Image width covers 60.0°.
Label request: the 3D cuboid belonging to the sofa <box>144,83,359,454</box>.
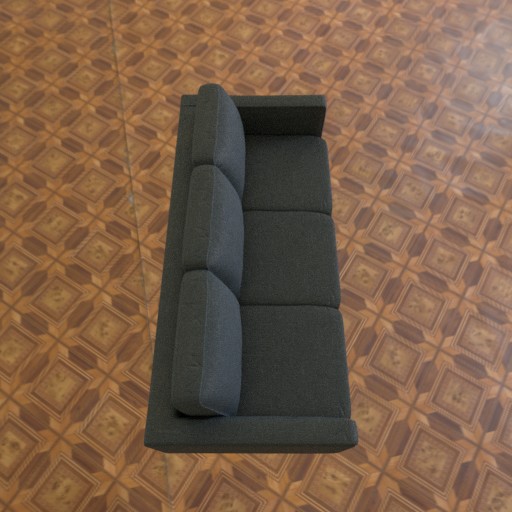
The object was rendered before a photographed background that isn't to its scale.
[{"bbox_3d":[0.000,0.000,2.501,0.935,0.945,2.013,0,63,0],"label":"sofa"}]
